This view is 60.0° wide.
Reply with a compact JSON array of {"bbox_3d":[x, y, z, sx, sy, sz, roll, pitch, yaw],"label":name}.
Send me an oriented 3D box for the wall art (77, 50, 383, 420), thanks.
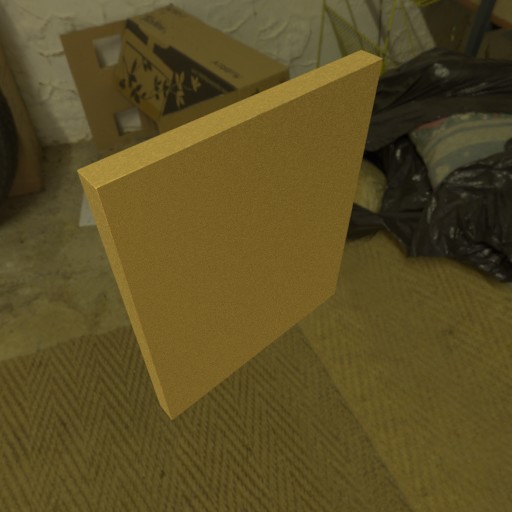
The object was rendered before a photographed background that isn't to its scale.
[{"bbox_3d":[0.000,0.000,0.878,0.537,0.642,0.048,-33,55,-27],"label":"wall art"}]
